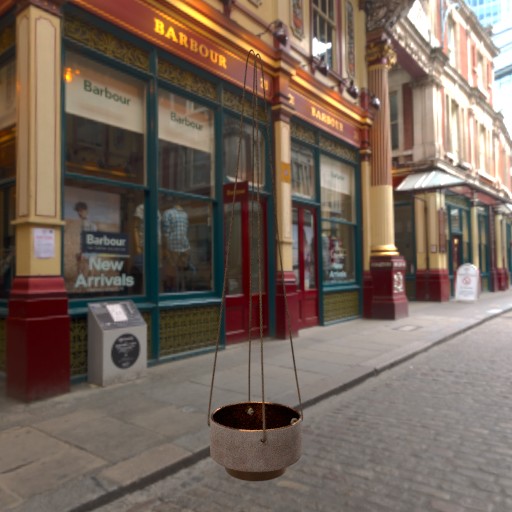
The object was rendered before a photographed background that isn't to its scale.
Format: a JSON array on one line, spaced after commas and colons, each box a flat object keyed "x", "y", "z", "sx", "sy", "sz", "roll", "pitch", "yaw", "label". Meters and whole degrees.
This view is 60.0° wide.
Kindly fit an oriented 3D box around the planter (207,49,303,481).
[{"x": 0.000, "y": 0.000, "z": 1.100, "sx": 0.223, "sy": 1.030, "sz": 0.223, "roll": -2, "pitch": -3, "yaw": 36, "label": "planter"}]
